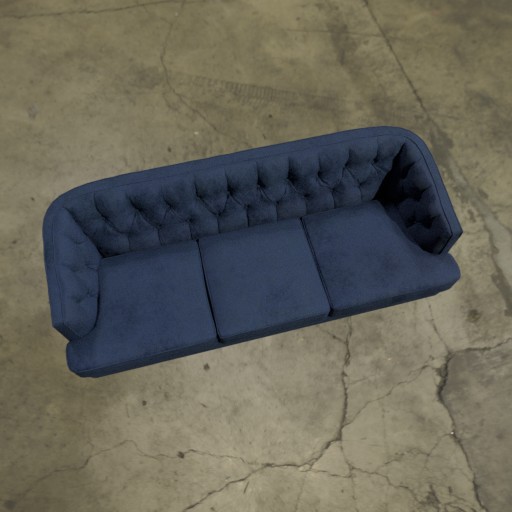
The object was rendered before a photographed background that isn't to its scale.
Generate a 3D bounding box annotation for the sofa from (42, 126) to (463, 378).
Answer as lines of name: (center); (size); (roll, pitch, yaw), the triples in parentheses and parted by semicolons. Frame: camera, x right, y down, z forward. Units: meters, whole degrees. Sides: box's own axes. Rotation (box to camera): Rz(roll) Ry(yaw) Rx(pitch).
sofa: (0.000, 0.000, 2.678); (2.278, 0.855, 0.941); (-13, 64, -6)
